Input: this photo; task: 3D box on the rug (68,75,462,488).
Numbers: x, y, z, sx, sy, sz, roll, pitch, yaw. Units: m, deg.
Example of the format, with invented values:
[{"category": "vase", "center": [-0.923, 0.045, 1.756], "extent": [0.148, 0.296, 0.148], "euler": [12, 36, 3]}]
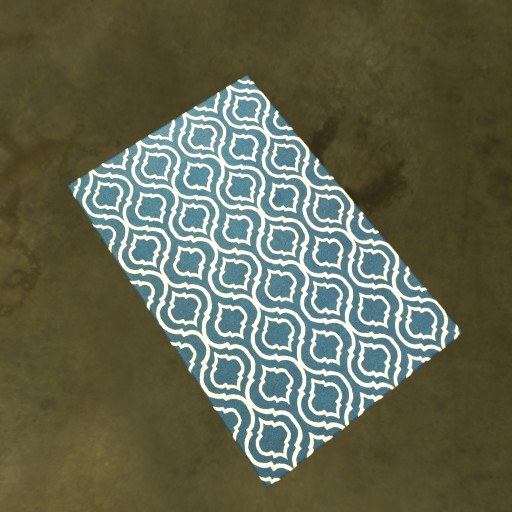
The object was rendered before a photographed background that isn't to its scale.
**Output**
[{"category": "rug", "center": [0.000, 0.000, 2.192], "extent": [1.143, 0.010, 1.753], "euler": [-35, 77, -9]}]
